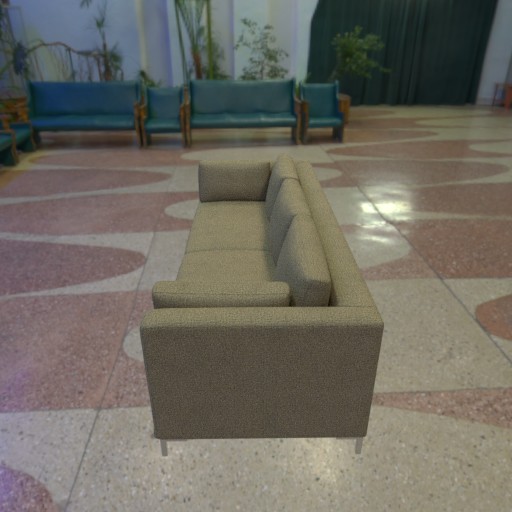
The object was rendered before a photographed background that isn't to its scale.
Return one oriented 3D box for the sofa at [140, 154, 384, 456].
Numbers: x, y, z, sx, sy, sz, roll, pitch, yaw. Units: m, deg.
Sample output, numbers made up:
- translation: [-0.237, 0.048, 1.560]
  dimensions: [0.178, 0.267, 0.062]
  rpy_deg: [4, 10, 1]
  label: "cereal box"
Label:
- translation: [0.000, 0.000, 2.927]
  dimensions: [0.969, 0.867, 2.415]
  rpy_deg: [0, 27, -1]
  label: "sofa"
